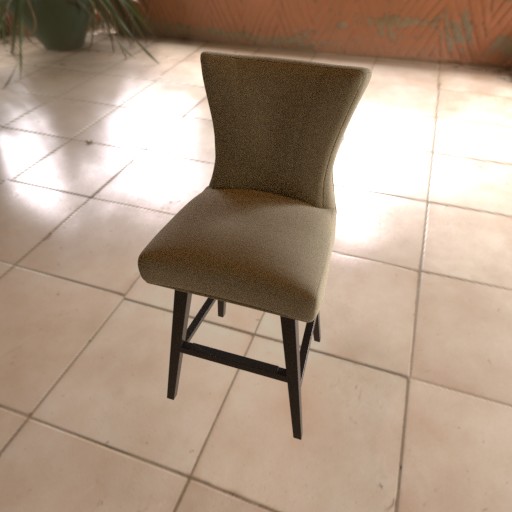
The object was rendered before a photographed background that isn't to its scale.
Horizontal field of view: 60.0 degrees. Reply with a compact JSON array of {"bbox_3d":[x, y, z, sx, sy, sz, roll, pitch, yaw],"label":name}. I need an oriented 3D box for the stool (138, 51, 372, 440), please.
[{"bbox_3d":[0.000,0.000,1.435,0.514,1.086,0.574,12,42,14],"label":"stool"}]
